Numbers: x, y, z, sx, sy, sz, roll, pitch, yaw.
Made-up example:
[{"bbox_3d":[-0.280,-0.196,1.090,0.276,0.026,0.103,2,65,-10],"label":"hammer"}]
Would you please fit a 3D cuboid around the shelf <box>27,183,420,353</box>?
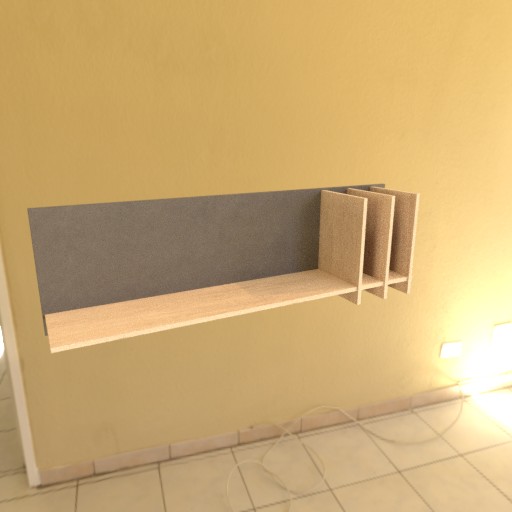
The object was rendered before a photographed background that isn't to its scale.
[{"bbox_3d":[0.000,0.000,1.148,1.020,0.300,0.200,-8,18,-26],"label":"shelf"}]
